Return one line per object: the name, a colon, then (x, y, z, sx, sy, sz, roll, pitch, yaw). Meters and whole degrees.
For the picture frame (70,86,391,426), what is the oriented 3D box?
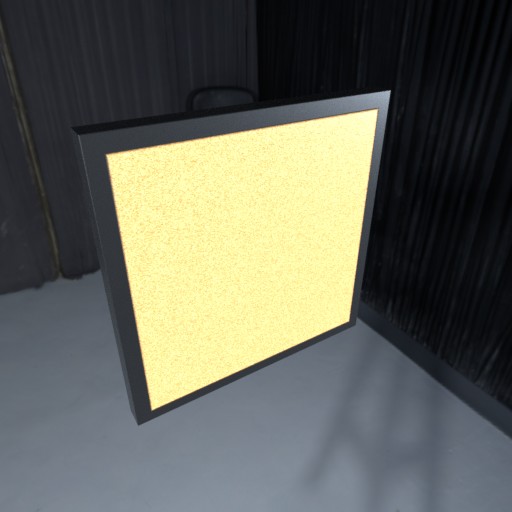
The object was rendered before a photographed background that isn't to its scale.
picture frame: (0.000, 0.000, 0.538, 0.355, 0.353, 0.029, -18, 35, -27)
